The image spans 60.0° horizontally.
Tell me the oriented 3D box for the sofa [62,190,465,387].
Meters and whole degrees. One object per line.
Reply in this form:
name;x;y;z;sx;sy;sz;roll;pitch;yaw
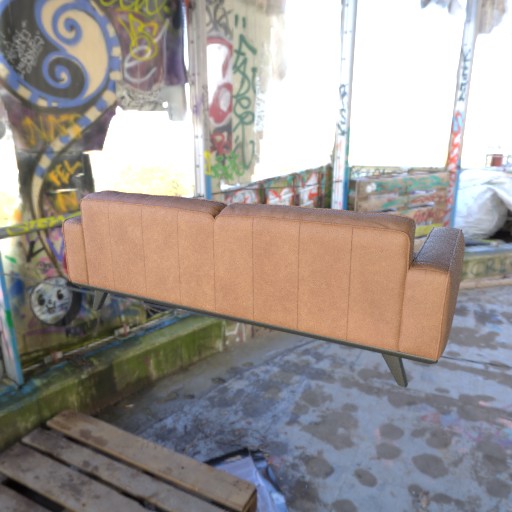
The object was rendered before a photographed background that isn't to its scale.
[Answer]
sofa;0.000;0.000;2.701;2.270;0.780;0.953;8;18;26
